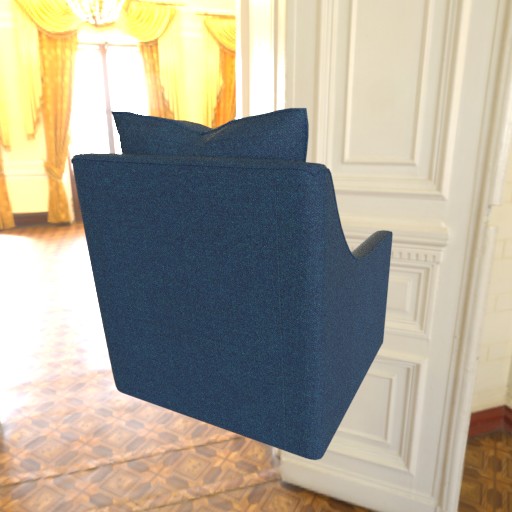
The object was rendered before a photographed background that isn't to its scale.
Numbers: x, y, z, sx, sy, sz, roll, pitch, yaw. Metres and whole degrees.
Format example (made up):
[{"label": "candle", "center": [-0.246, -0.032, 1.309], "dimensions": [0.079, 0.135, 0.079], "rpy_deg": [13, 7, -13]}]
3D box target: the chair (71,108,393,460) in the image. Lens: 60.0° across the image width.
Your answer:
[{"label": "chair", "center": [0.000, 0.000, 1.526], "dimensions": [0.750, 0.939, 0.870], "rpy_deg": [8, 18, 26]}]
